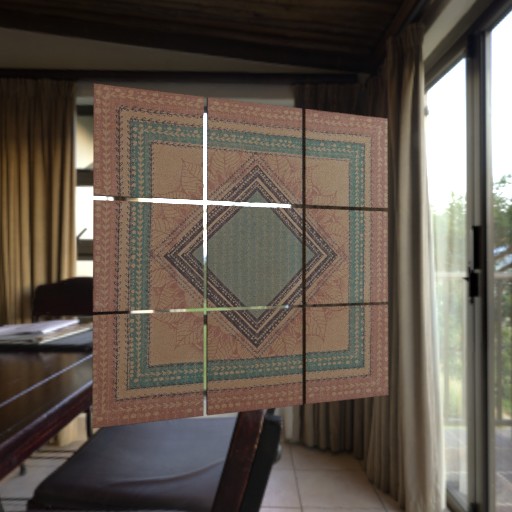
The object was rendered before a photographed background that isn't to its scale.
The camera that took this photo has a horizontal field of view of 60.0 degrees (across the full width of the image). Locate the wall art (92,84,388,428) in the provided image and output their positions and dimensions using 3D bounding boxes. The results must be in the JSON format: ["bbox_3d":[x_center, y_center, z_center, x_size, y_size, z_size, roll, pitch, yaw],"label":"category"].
[{"bbox_3d":[0.000,0.000,1.326,0.915,0.914,0.013,0,-1,-19],"label":"wall art"}]
